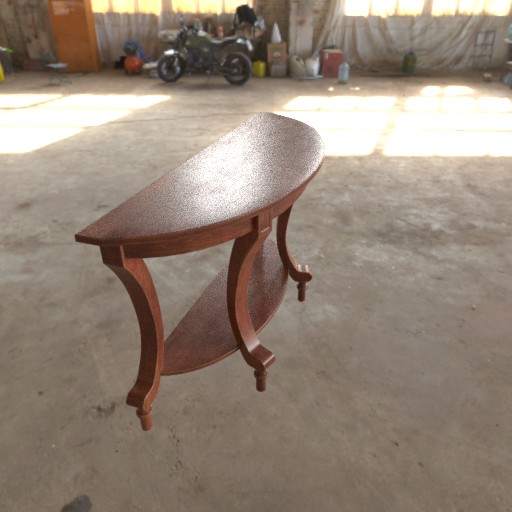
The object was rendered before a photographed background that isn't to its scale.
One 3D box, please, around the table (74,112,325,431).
[{"bbox_3d":[0.000,0.000,1.550,0.394,0.699,1.198,10,32,17],"label":"table"}]
